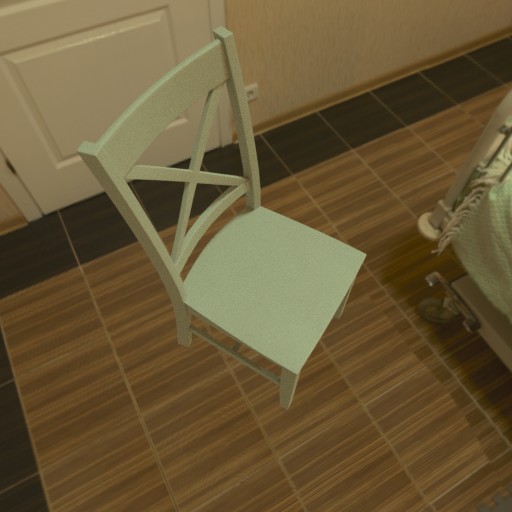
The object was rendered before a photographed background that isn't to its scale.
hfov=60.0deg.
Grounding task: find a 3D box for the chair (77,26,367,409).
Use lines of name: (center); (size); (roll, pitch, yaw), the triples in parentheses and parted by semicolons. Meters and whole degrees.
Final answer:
chair: (0.000, 0.000, 1.289); (0.542, 0.983, 0.485); (28, 62, 16)
